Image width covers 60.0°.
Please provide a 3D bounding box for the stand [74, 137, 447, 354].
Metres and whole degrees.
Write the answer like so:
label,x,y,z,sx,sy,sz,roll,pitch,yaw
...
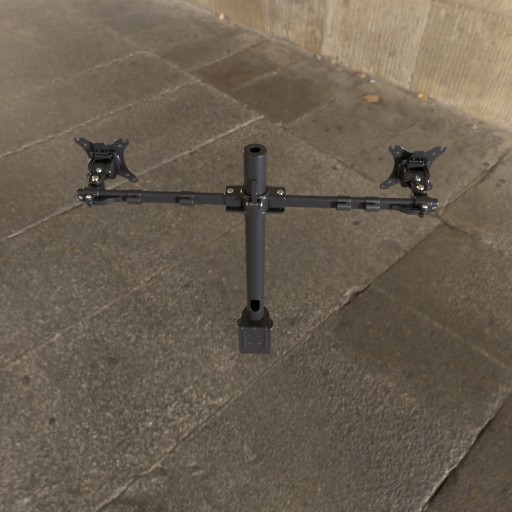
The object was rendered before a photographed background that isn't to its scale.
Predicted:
label,x,y,z,sx,sy,sz,roll,pitch,yaw
stand,0.000,0.000,1.012,0.743,0.603,0.150,2,46,2
